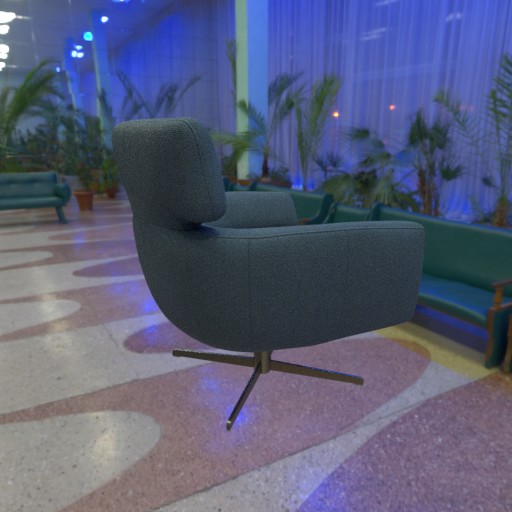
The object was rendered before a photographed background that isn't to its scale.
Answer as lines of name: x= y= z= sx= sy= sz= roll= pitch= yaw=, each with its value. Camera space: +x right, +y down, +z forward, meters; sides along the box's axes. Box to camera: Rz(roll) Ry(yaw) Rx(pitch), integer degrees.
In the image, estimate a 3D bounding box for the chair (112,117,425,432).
chair: x=0.000 y=0.000 z=1.386 sx=0.761 sy=0.813 sz=0.738 roll=-8 pitch=18 yaw=-27
